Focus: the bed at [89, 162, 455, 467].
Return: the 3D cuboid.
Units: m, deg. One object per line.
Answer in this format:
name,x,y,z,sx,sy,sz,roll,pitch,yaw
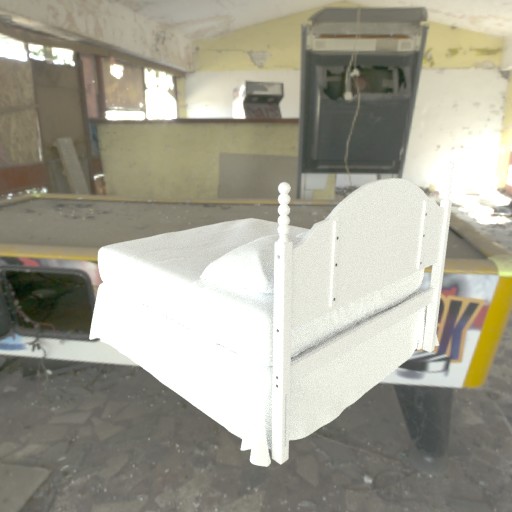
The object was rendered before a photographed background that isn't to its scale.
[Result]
bed,0.000,0.000,3.200,1.873,1.356,2.040,-15,22,-42
